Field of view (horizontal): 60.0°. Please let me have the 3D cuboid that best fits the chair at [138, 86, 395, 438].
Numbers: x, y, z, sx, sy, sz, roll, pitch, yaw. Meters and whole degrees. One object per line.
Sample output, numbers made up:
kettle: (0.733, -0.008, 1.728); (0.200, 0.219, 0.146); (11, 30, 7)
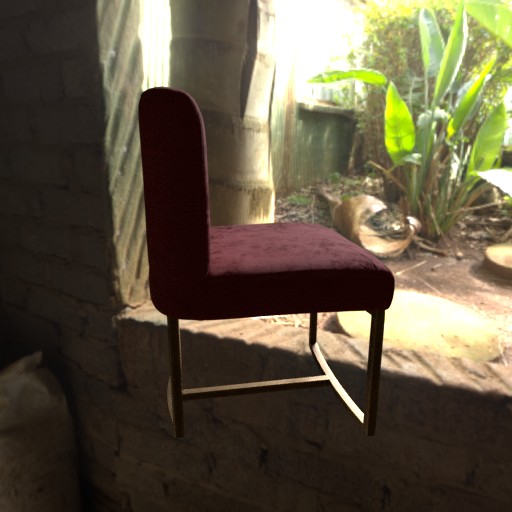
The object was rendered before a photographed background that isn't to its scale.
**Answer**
chair: (0.000, 0.000, 1.188); (0.560, 0.824, 0.530); (-3, 16, -10)
